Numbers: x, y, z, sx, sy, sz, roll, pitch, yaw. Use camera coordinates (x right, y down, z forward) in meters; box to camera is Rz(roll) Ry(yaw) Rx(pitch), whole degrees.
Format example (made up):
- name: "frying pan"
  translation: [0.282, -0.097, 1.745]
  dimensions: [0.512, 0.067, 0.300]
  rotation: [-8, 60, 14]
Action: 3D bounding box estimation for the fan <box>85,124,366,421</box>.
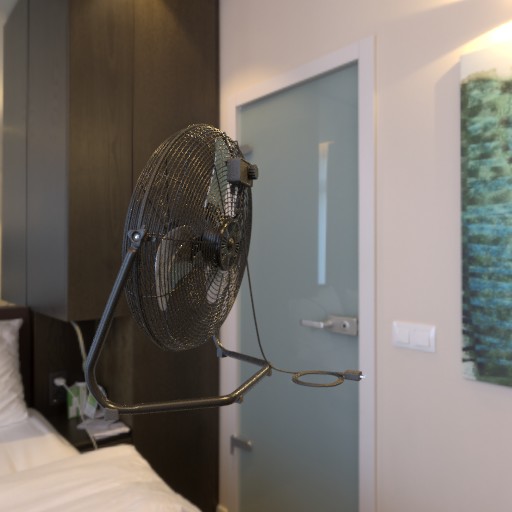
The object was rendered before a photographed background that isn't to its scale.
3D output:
- name: "fan"
  translation: [0.000, 0.000, 1.016]
  dimensions: [0.470, 0.605, 0.595]
  rotation: [0, 0, 18]
